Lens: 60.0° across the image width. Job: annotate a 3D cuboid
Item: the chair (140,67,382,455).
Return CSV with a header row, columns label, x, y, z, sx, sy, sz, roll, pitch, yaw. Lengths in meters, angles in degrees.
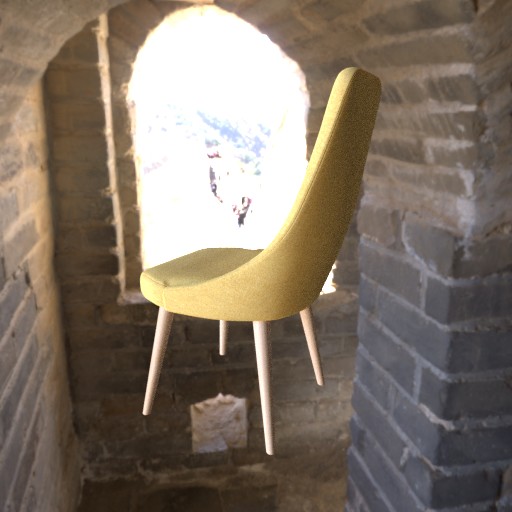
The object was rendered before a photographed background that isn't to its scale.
label,x,y,z,sx,sy,sz,roll,pitch,yaw
chair,0.000,0.000,1.392,0.660,1.040,0.510,8,17,27
